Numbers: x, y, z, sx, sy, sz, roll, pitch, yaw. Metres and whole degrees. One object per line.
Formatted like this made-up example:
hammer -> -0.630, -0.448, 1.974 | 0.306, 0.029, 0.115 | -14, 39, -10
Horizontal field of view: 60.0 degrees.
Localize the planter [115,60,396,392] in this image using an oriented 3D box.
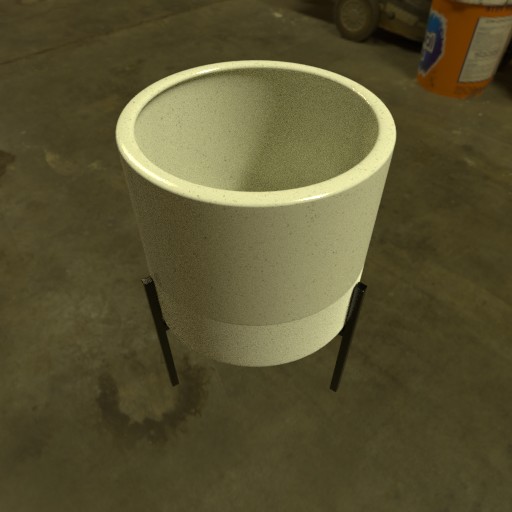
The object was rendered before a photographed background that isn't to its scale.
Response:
planter -> 0.000, 0.000, 0.330 | 0.152, 0.230, 0.159 | 2, 46, 2
